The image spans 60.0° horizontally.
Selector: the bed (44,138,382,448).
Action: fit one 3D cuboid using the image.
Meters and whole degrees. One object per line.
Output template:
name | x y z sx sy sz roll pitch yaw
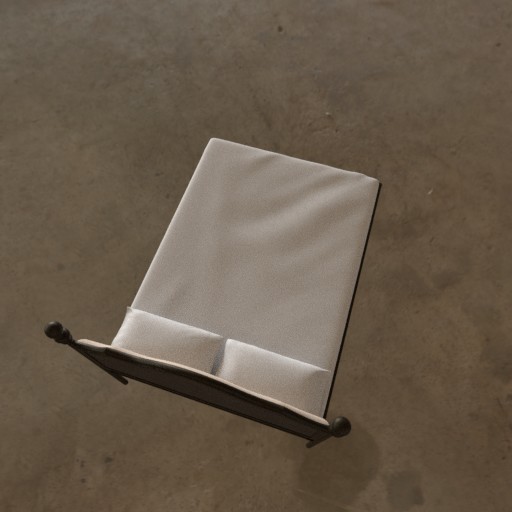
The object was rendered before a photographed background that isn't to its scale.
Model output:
bed | 0.000 0.000 3.302 1.642 1.499 2.224 16 65 8
